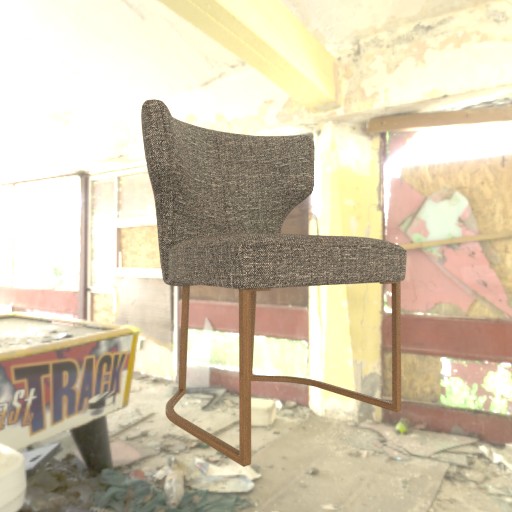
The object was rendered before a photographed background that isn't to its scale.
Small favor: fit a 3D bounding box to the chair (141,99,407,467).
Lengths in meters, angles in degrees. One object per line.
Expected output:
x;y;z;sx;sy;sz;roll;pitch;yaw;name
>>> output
0.000;0.000;1.246;0.611;0.824;0.617;0;0;-38;chair
